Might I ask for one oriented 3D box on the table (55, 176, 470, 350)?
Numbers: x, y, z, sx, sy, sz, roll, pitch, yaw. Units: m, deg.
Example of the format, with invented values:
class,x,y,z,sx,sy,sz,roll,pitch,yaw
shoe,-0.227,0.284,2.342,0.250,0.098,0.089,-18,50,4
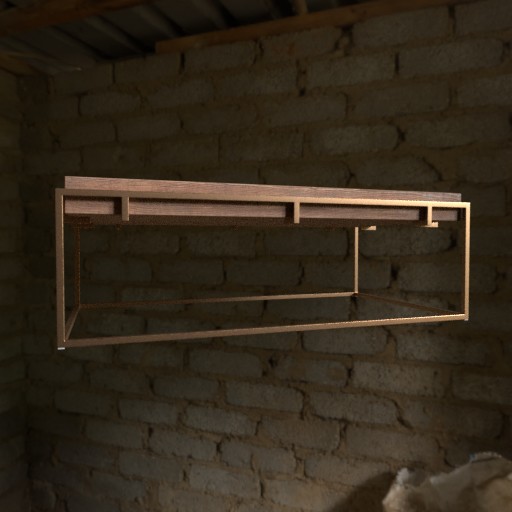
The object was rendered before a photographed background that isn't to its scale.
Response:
class,x,y,z,sx,sy,sz,roll,pitch,yaw
table,0.000,0.000,1.767,1.387,0.468,0.775,-1,2,-19
